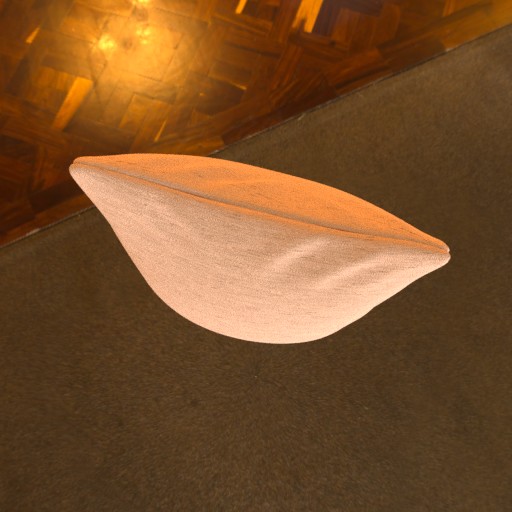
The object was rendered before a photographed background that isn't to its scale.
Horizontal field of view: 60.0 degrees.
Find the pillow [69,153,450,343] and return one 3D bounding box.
[{"bbox_3d":[0.000,0.000,0.673,0.432,0.415,0.246,14,75,4],"label":"pillow"}]
